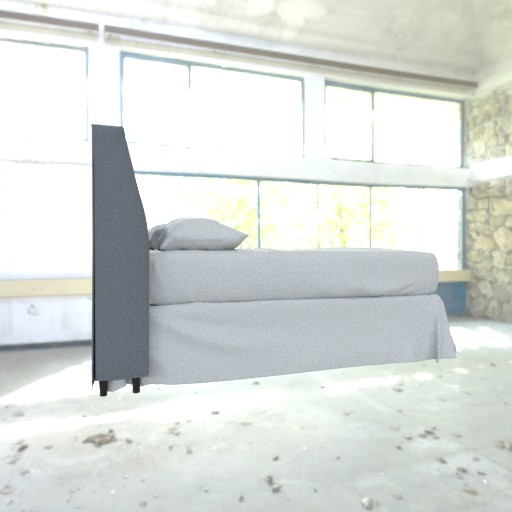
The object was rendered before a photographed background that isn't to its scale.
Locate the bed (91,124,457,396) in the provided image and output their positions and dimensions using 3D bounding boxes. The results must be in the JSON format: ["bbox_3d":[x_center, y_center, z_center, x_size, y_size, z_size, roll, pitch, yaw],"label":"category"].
[{"bbox_3d":[0.000,0.000,3.343,2.276,1.332,1.925,0,1,-18],"label":"bed"}]
